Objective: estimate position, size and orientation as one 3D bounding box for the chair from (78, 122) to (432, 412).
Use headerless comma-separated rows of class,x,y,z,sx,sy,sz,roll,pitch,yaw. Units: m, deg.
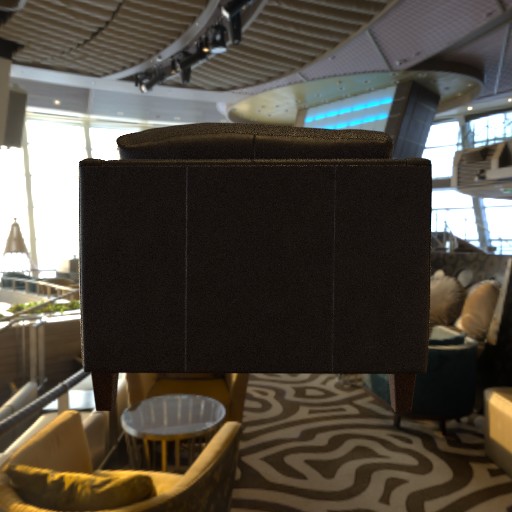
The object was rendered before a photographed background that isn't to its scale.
chair,0.000,0.000,1.571,0.939,0.811,0.862,0,2,1
